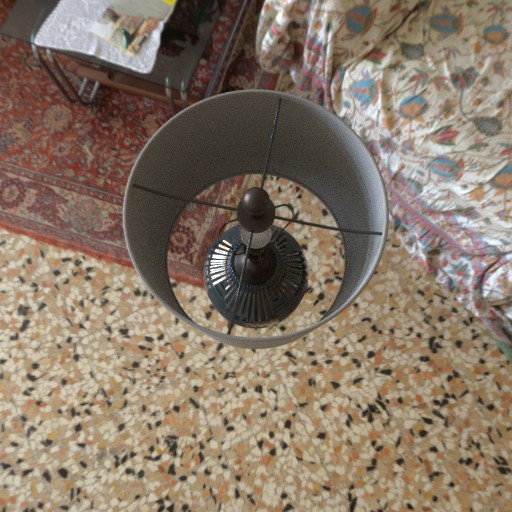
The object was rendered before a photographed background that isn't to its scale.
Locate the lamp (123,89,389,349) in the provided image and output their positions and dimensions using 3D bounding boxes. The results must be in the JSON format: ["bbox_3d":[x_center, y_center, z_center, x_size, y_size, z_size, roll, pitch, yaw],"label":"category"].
[{"bbox_3d":[0.000,0.000,0.771,0.318,0.567,0.318,0,76,0],"label":"lamp"}]
